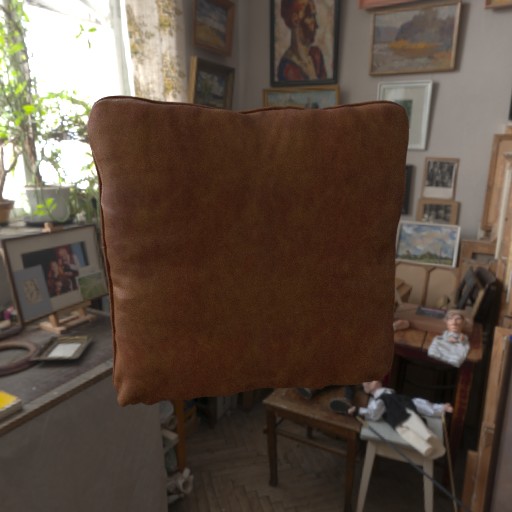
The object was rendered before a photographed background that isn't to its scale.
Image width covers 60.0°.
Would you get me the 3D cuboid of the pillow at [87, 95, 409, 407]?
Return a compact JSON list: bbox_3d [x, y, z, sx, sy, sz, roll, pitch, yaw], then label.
[{"bbox_3d":[0.000,0.000,0.727,0.489,0.490,0.130,-2,14,-9],"label":"pillow"}]
